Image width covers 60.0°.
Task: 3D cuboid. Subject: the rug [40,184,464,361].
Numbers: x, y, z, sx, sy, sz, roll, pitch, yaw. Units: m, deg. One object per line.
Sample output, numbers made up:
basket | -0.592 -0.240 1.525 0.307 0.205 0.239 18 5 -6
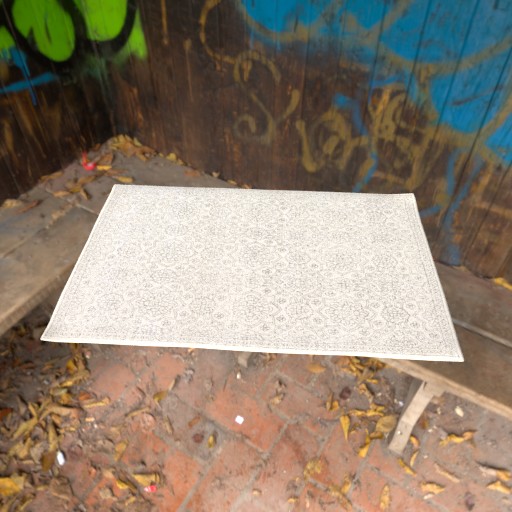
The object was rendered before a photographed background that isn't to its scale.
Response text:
rug | 0.000 0.000 2.444 1.947 0.023 1.214 2 45 2
